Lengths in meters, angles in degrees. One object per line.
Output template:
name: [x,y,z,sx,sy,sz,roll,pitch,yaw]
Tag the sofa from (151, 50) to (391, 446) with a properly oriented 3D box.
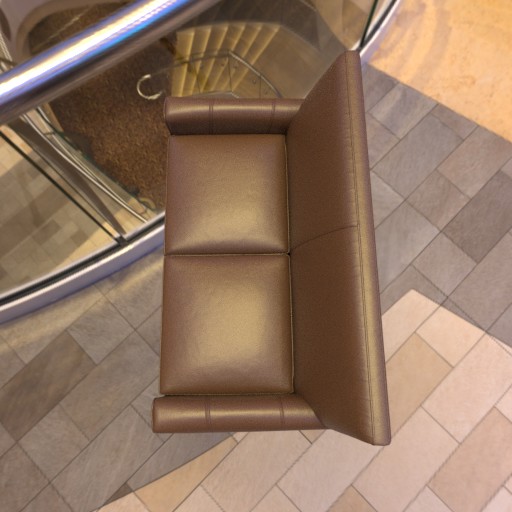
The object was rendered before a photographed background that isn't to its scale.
sofa: [0.000,0.000,1.999,0.853,0.859,1.468,-1,76,0]
